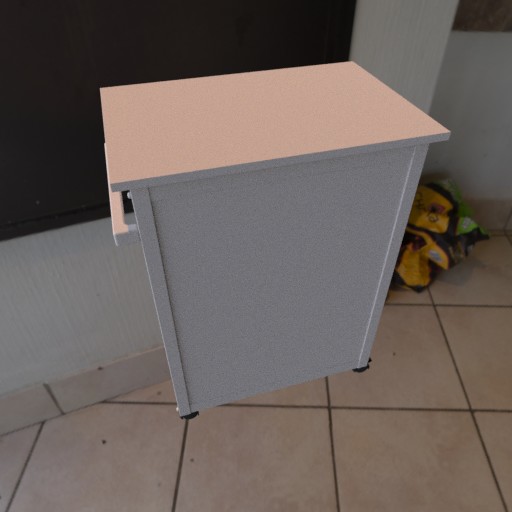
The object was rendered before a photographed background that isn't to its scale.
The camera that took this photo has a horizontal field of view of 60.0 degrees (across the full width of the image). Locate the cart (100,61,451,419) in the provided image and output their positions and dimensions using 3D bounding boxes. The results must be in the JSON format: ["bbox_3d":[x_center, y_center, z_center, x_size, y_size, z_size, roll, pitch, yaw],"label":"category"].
[{"bbox_3d":[0.000,0.000,1.258,0.683,0.864,0.442,-11,43,-12],"label":"cart"}]
